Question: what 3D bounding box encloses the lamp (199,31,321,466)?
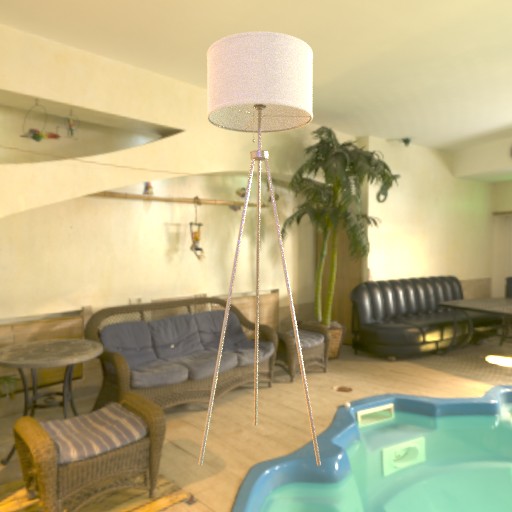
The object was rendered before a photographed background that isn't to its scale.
[{"bbox_3d":[0.000,0.000,1.717,0.458,1.545,0.448,-1,2,-37],"label":"lamp"}]
